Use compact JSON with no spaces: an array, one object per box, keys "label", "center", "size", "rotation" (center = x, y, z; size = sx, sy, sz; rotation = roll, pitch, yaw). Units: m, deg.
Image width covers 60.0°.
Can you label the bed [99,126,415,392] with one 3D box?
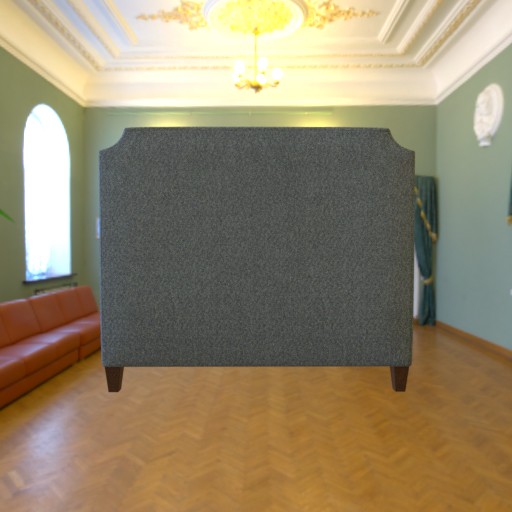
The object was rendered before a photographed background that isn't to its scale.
[{"label":"bed","center":[0.000,0.000,3.539],"size":[1.712,1.443,2.372],"rotation":[0,1,0]}]
